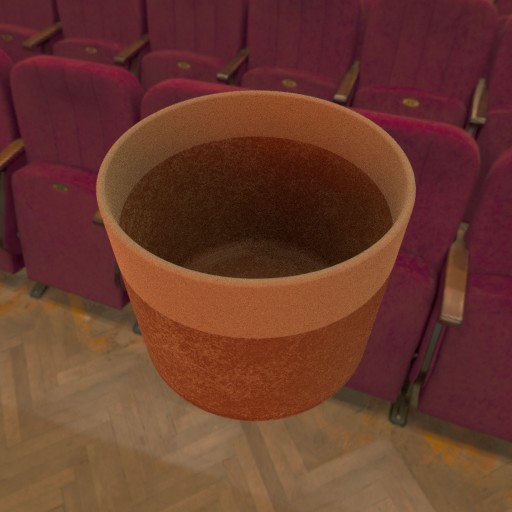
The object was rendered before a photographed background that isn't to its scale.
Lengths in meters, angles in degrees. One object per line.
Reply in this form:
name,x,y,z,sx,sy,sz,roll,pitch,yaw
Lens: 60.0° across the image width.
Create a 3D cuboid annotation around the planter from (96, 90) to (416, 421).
planter,0.000,0.000,0.275,0.159,0.138,0.159,0,47,0
